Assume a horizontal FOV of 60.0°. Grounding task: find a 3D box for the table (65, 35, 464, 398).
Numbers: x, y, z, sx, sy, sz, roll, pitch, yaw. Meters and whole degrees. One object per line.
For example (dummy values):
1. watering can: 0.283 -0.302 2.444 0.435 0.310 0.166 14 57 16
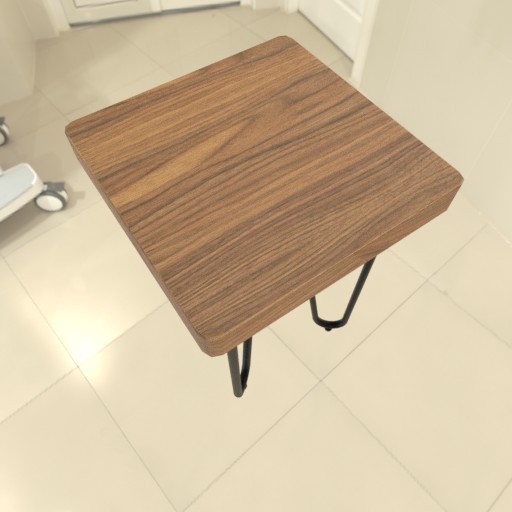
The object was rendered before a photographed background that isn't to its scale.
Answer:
1. table: 0.000 0.000 0.992 0.480 0.641 0.479 -30 63 -18
